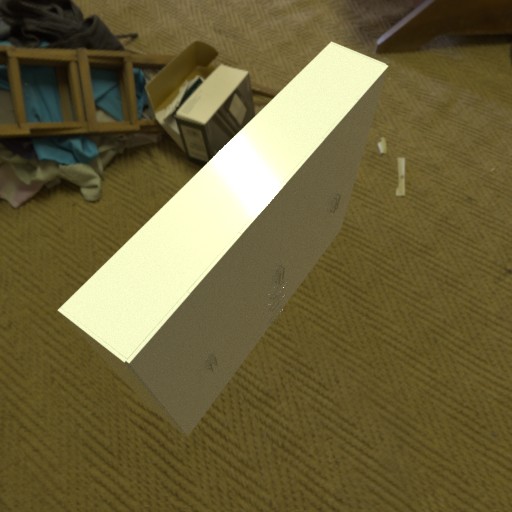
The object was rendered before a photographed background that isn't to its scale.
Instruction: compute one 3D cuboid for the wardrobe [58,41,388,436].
[{"bbox_3d":[0.000,0.000,4.019,0.580,2.360,3.000,31,64,17],"label":"wardrobe"}]
